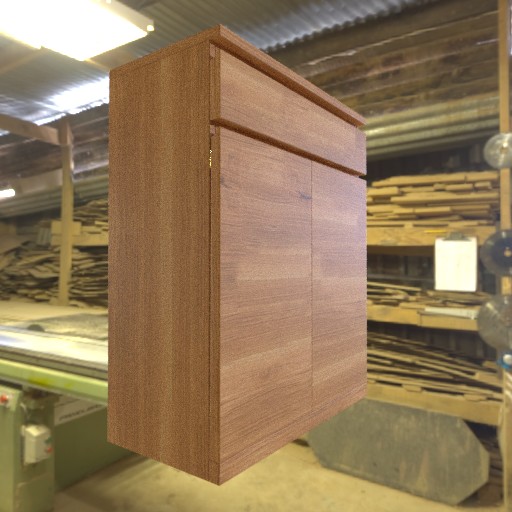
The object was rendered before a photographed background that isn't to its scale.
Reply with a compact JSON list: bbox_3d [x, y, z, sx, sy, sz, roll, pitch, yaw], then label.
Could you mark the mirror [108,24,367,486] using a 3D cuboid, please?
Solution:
[{"bbox_3d":[0.000,0.000,1.397,0.400,1.000,0.800,-1,-1,37],"label":"mirror"}]
